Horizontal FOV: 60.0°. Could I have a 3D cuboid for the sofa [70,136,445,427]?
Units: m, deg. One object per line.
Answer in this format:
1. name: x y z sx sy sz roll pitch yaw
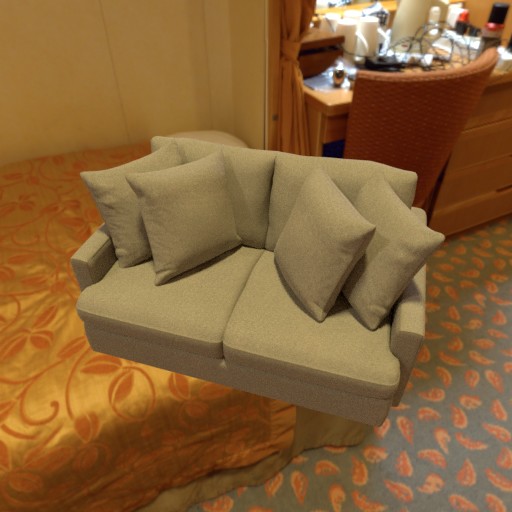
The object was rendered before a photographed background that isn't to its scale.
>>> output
1. sofa: 0.000 0.000 2.594 1.869 1.080 1.228 11 42 13
